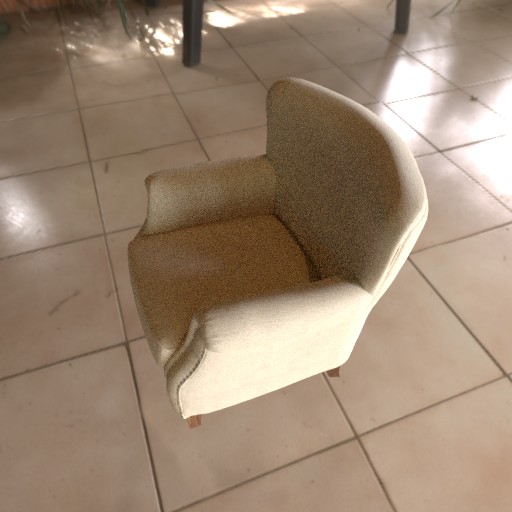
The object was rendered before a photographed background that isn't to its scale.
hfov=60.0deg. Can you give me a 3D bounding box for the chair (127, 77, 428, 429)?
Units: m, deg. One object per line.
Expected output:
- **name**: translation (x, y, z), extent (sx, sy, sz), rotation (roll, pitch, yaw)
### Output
- **chair**: translation (0.000, 0.000, 1.635), extent (0.921, 0.936, 0.861), rotation (-16, 49, -15)
